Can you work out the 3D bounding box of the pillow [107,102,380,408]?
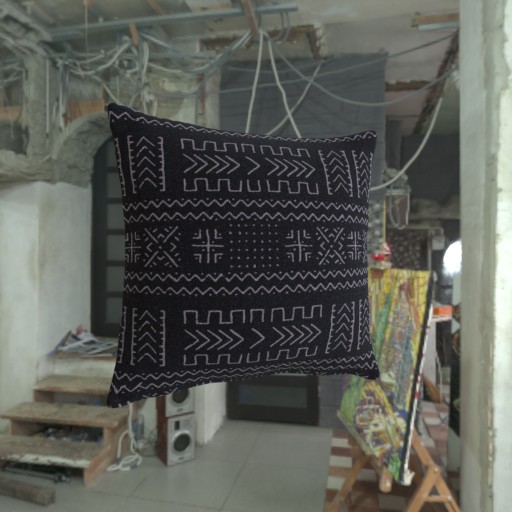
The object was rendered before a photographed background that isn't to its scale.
[{"bbox_3d":[0.000,0.000,0.686,0.438,0.430,0.164,0,0,-17],"label":"pillow"}]
